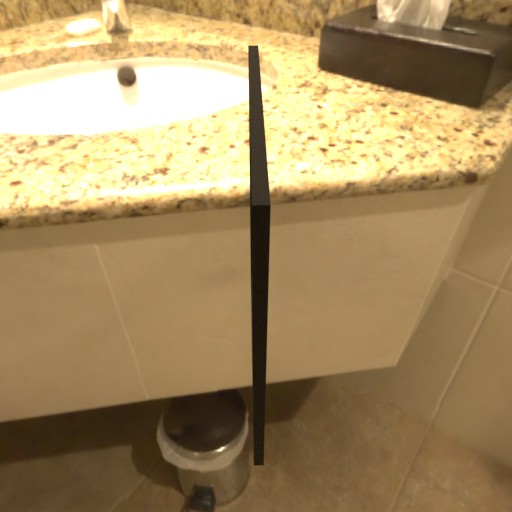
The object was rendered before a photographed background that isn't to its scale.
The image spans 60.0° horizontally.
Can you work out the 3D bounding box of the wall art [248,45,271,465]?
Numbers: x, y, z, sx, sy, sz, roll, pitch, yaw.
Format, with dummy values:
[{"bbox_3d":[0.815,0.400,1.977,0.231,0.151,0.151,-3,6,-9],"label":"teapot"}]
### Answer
[{"bbox_3d":[0.000,0.000,1.210,0.028,0.863,0.755,-1,41,-1],"label":"wall art"}]
